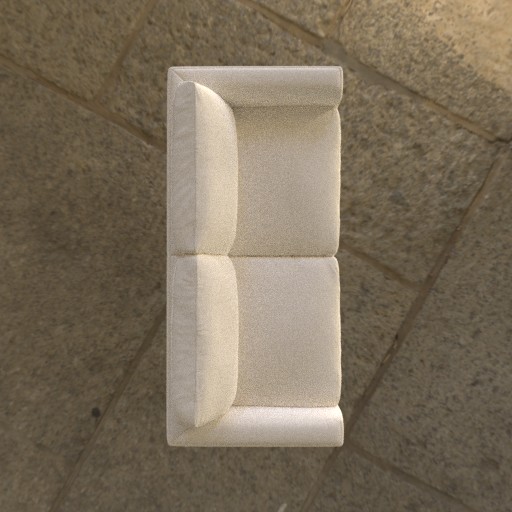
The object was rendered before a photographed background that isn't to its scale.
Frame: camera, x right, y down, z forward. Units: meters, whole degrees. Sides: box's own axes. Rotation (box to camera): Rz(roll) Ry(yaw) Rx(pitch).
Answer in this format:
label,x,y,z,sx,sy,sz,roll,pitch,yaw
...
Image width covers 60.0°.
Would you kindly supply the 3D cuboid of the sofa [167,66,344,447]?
label,x,y,z,sx,sy,sz,roll,pitch,yaw
sofa,0.000,0.000,2.745,1.070,0.801,2.262,0,89,0
